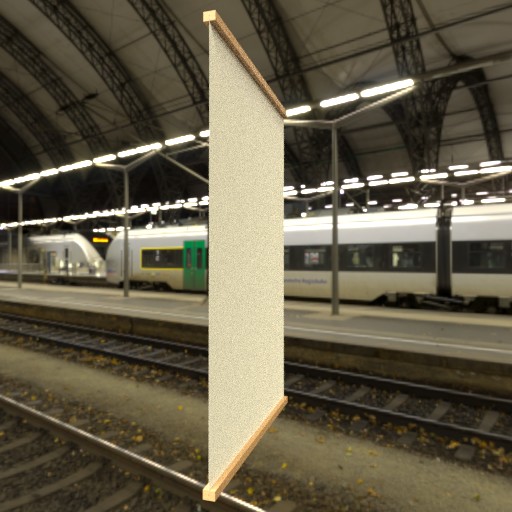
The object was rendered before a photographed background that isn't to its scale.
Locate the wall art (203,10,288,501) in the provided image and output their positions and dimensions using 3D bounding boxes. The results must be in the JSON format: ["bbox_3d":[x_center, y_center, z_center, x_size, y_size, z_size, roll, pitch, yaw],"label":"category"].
[{"bbox_3d":[0.000,0.000,1.244,0.027,1.020,0.669,0,-1,17],"label":"wall art"}]
